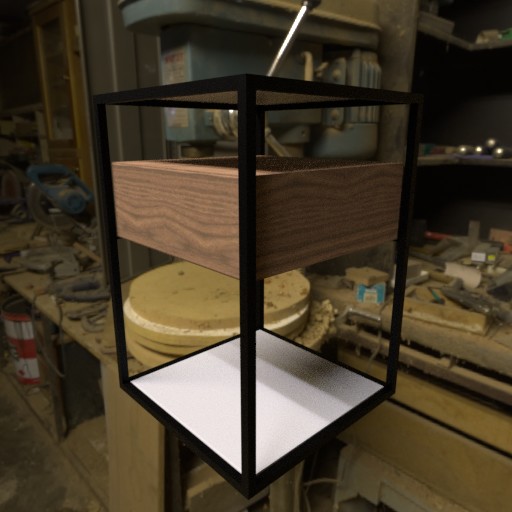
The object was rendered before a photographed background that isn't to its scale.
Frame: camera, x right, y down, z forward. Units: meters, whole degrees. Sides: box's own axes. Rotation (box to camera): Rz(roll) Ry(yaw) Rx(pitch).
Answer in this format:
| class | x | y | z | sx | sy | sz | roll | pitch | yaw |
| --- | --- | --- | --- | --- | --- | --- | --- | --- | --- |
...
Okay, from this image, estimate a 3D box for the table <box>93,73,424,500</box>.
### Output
| class | x | y | z | sx | sy | sz | roll | pitch | yaw |
| --- | --- | --- | --- | --- | --- | --- | --- | --- | --- |
| table | 0.000 | 0.000 | 0.786 | 0.378 | 0.540 | 0.378 | -14 | 21 | -41 |
